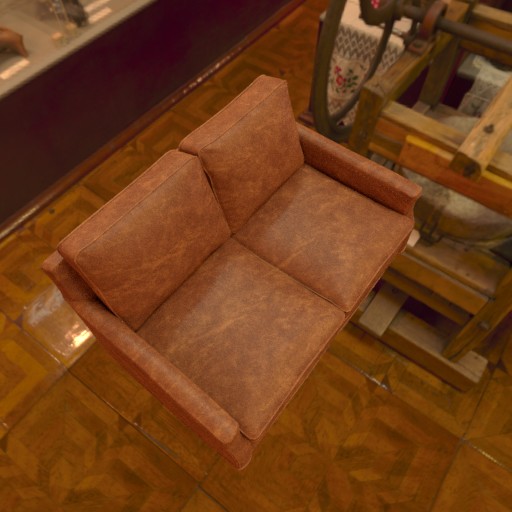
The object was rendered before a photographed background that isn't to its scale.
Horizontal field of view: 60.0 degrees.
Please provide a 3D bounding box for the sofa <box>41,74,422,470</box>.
[{"bbox_3d":[0.000,0.000,2.231,1.084,1.003,1.597,34,65,19],"label":"sofa"}]
